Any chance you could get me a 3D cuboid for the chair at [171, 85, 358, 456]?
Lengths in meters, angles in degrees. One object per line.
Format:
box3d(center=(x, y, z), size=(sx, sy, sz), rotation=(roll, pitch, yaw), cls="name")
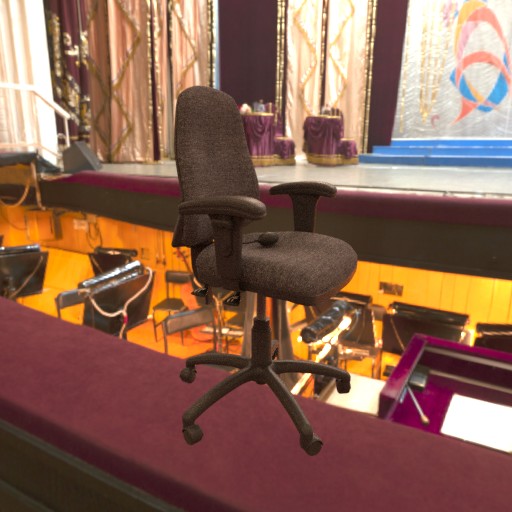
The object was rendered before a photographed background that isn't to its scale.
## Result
box3d(center=(0.000, 0.000, 1.241), size=(0.530, 0.910, 0.550), rotation=(8, 16, 28), cls="chair")
